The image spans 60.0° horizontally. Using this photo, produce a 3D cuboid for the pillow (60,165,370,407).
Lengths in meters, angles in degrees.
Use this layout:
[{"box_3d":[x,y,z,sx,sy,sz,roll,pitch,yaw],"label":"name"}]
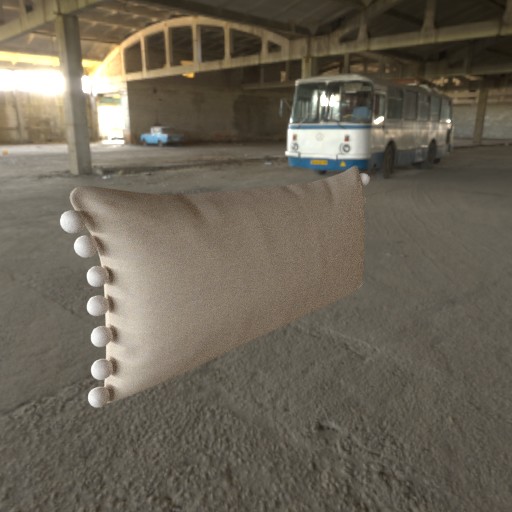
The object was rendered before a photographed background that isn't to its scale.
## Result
[{"box_3d":[0.000,0.000,0.830,0.201,0.322,0.709,16,23,43],"label":"pillow"}]
